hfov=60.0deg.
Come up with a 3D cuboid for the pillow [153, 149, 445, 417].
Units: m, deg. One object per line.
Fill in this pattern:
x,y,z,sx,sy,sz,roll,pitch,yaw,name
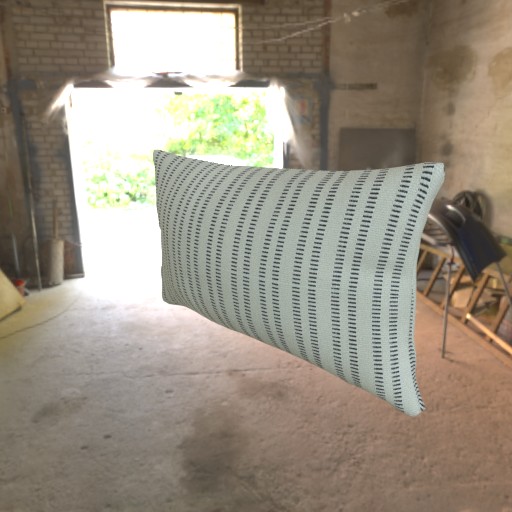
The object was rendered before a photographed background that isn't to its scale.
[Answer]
0.000,0.000,0.786,0.640,0.353,0.210,15,22,43,pillow
